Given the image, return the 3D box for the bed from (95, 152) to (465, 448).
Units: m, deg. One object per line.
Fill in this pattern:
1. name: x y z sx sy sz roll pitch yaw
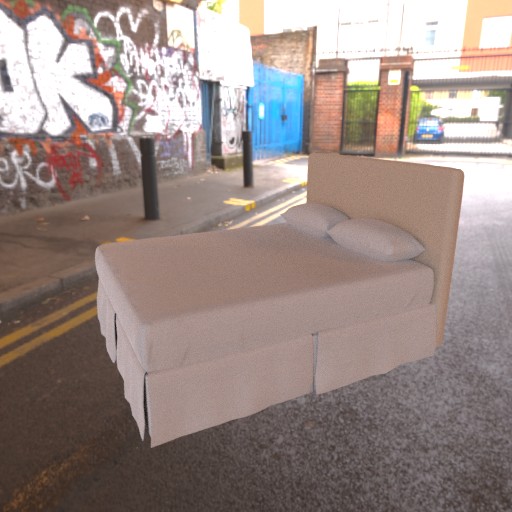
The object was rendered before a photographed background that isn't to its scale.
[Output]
1. bed: 0.000 0.000 3.235 2.142 1.330 1.748 -8 19 -25
